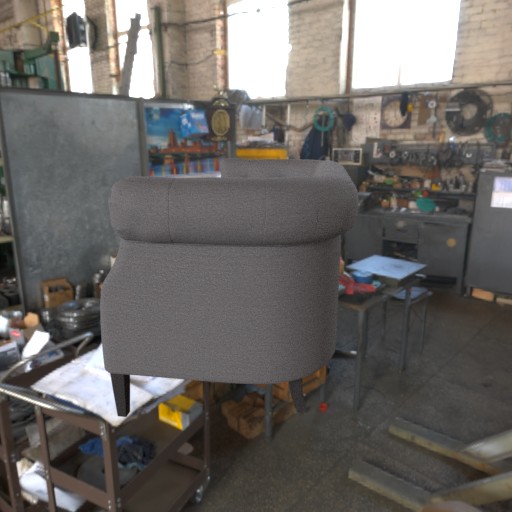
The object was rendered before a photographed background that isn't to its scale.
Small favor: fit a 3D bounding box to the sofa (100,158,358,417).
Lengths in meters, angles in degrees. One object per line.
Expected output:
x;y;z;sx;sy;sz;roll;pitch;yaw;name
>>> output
0.000;0.000;2.035;0.835;0.827;1.558;2;15;9;sofa
